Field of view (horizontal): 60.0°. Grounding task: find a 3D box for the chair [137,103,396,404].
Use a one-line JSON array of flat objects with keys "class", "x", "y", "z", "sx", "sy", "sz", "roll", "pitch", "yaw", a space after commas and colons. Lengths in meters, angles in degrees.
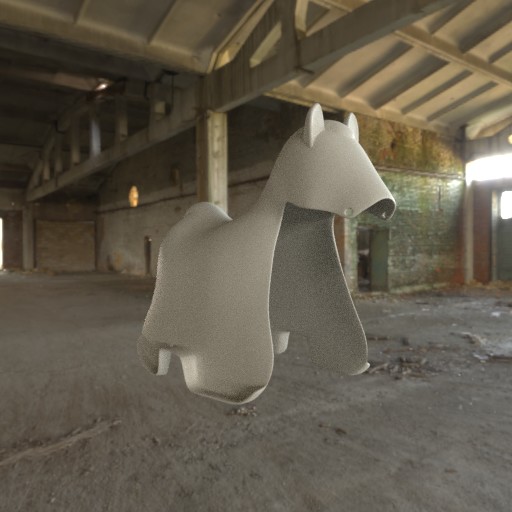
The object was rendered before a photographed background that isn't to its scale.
[{"class": "chair", "x": 0.000, "y": 0.000, "z": 1.126, "sx": 0.429, "sy": 0.612, "sz": 0.800, "roll": -1, "pitch": 1, "yaw": -37}]
